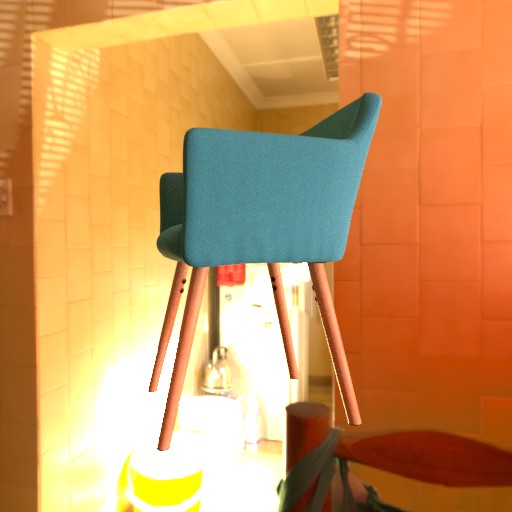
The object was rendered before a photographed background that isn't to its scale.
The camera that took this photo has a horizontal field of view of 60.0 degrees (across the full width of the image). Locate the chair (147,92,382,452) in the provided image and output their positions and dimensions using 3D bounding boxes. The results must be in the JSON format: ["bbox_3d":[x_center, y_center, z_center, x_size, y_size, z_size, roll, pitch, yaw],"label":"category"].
[{"bbox_3d":[0.000,0.000,1.155,0.540,0.780,0.570,0,1,-17],"label":"chair"}]
